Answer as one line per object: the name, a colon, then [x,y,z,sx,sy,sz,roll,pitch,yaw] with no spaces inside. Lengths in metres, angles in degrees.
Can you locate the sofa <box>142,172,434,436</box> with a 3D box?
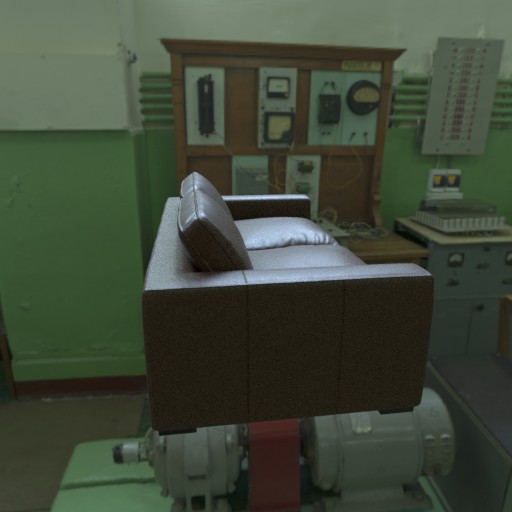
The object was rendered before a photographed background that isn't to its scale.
sofa: [0.000,0.000,2.461,1.070,0.800,1.920,-2,17,-8]
